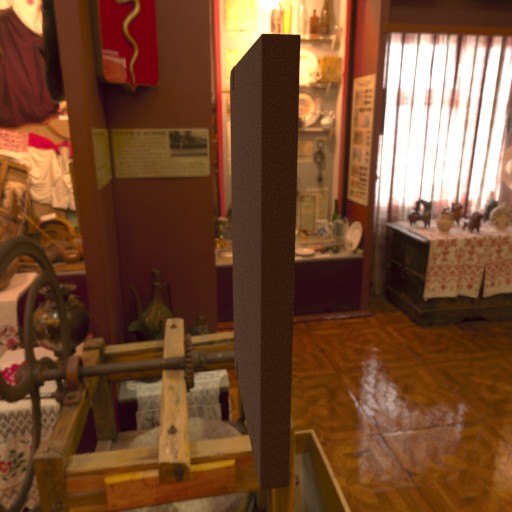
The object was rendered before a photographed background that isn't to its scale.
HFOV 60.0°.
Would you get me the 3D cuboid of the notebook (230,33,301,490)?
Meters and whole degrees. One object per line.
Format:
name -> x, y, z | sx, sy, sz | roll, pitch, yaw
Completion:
notebook -> 0.000, 0.000, 0.258 | 0.016, 0.213, 0.127 | -2, 17, -8
